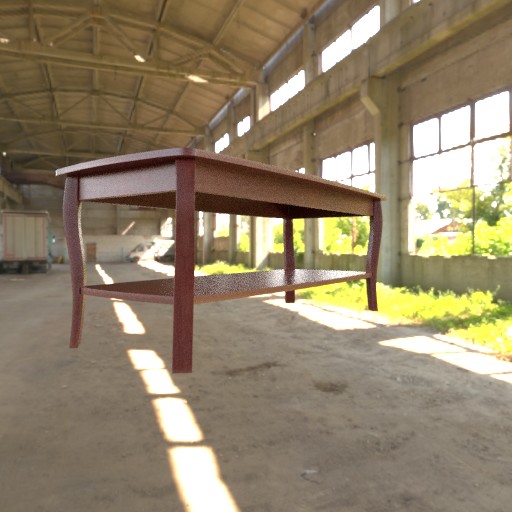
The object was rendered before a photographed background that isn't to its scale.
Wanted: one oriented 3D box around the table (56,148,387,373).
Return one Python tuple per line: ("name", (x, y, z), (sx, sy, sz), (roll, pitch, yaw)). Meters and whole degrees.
("table", (0.000, 0.000, 1.521), (0.561, 0.473, 1.216), (1, 2, 36))
